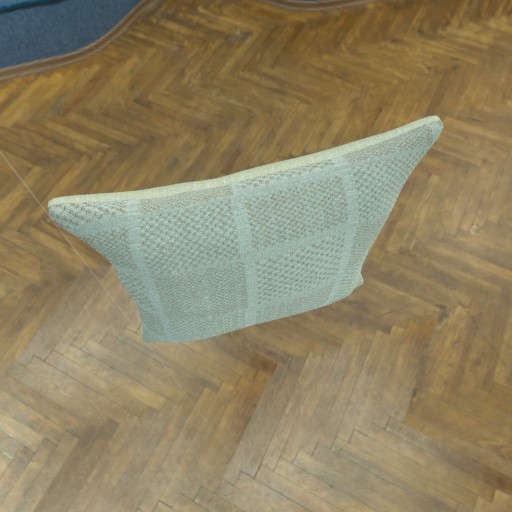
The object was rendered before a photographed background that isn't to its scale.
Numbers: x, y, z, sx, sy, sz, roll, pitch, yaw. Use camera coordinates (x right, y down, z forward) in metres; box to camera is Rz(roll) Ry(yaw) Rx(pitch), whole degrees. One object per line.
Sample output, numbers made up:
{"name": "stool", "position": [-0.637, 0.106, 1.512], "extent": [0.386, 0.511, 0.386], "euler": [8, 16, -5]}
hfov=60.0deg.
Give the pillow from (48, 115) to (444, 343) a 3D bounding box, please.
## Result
{"name": "pillow", "position": [0.000, 0.000, 0.657], "extent": [0.436, 0.432, 0.138], "euler": [-14, 63, -7]}
